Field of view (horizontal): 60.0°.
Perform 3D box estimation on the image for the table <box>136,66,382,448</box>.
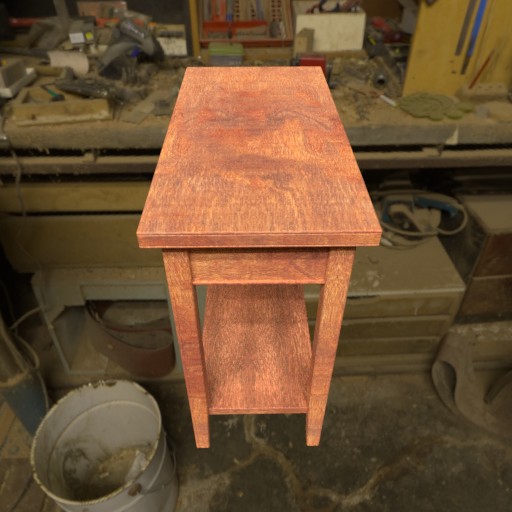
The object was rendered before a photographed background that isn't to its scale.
[{"bbox_3d":[0.000,0.000,0.976,0.305,0.610,0.610,-1,41,-1],"label":"table"}]
